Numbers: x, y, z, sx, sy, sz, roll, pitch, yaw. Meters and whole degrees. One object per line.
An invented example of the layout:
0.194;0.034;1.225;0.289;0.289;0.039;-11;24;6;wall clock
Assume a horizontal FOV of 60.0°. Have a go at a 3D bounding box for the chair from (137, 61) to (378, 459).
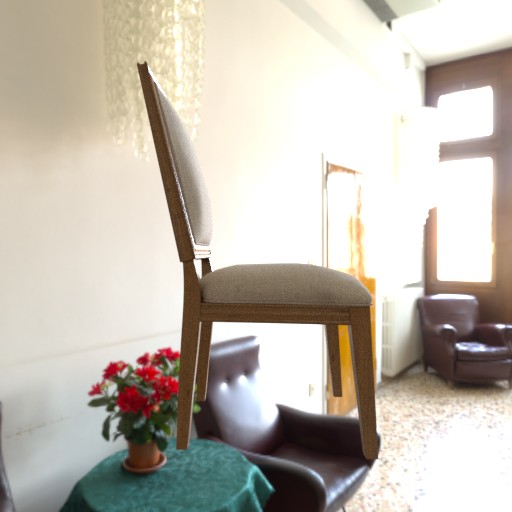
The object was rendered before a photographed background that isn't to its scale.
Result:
0.000;0.000;1.328;0.601;0.988;0.536;0;1;0;chair
